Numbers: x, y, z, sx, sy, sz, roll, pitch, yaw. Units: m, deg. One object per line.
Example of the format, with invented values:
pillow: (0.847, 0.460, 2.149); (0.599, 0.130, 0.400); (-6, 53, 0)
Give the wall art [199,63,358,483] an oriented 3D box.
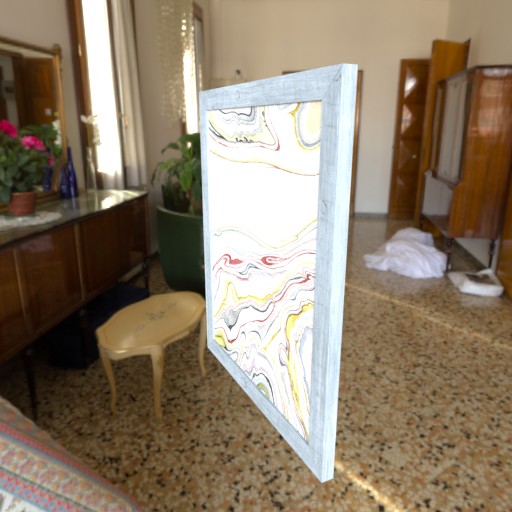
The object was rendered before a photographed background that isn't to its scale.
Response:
wall art: (0.000, 0.000, 0.793); (0.022, 0.582, 0.479); (-8, 18, -26)
